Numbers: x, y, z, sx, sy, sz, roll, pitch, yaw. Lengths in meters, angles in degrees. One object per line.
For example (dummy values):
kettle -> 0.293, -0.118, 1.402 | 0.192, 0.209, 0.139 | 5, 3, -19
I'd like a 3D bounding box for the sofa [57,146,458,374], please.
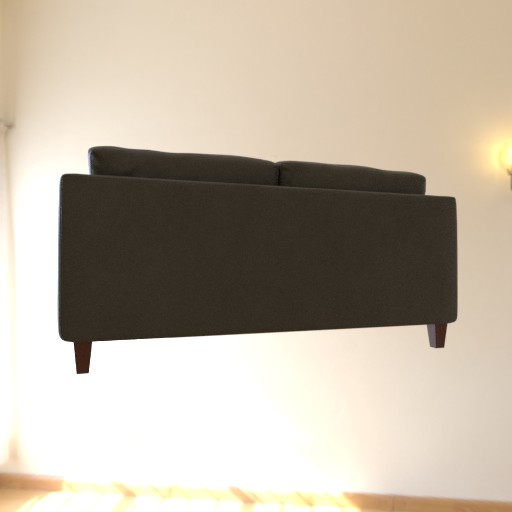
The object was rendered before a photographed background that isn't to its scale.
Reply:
sofa -> 0.000, 0.000, 2.385 | 1.883, 0.933, 0.951 | 0, -1, -19
